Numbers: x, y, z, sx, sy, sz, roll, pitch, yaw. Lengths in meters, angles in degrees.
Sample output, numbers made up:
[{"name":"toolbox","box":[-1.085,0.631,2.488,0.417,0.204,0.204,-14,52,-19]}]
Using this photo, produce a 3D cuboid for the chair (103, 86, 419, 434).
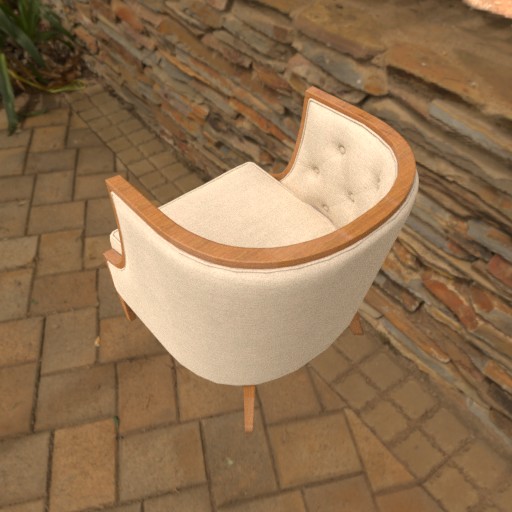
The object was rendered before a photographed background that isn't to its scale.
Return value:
[{"name":"chair","box":[0.000,0.000,1.367,0.711,0.775,0.757,-33,55,-27]}]
